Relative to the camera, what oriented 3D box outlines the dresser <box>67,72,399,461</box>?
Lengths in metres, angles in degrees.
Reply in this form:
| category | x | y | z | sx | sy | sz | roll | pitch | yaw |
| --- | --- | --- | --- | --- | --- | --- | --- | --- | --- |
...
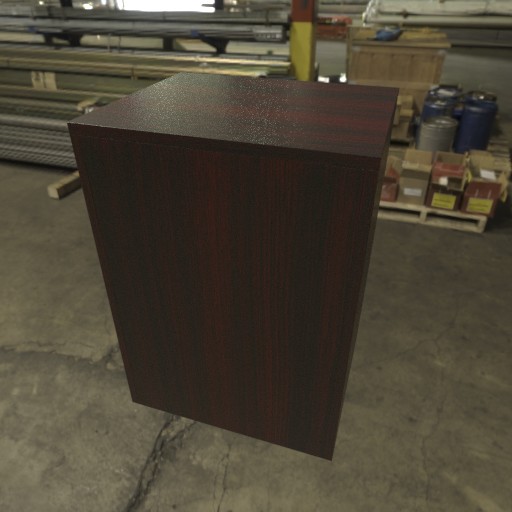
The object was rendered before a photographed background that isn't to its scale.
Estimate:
| category | x | y | z | sx | sy | sz | roll | pitch | yaw |
| --- | --- | --- | --- | --- | --- | --- | --- | --- | --- |
| dresser | 0.000 | 0.000 | 0.821 | 0.400 | 0.560 | 0.360 | 10 | 35 | 15 |
